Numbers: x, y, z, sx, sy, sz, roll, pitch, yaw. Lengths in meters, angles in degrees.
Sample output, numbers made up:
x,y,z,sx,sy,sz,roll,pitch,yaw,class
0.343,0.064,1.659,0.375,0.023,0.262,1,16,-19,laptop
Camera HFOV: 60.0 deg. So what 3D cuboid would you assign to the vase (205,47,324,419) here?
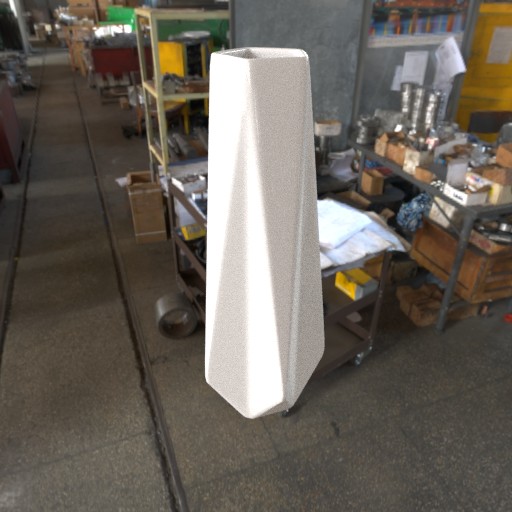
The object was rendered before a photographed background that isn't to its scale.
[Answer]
x,y,z,sx,sy,sz,roll,pitch,yaw,class
0.000,0.000,0.391,0.116,0.329,0.122,20,36,30,vase
